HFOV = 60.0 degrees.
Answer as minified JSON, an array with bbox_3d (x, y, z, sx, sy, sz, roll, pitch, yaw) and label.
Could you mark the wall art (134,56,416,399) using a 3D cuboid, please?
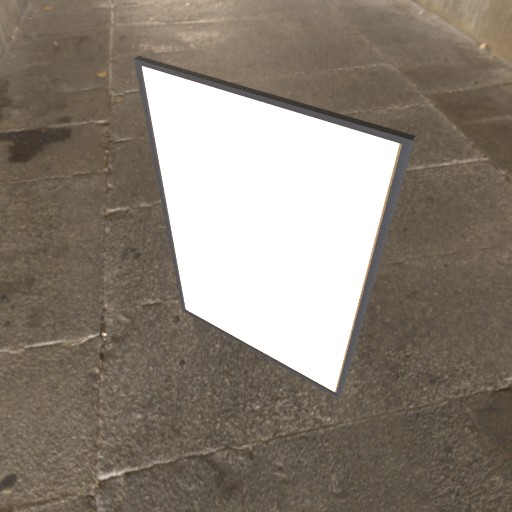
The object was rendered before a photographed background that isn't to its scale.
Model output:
[{"bbox_3d":[0.000,0.000,0.857,0.457,0.657,0.013,25,50,22],"label":"wall art"}]
